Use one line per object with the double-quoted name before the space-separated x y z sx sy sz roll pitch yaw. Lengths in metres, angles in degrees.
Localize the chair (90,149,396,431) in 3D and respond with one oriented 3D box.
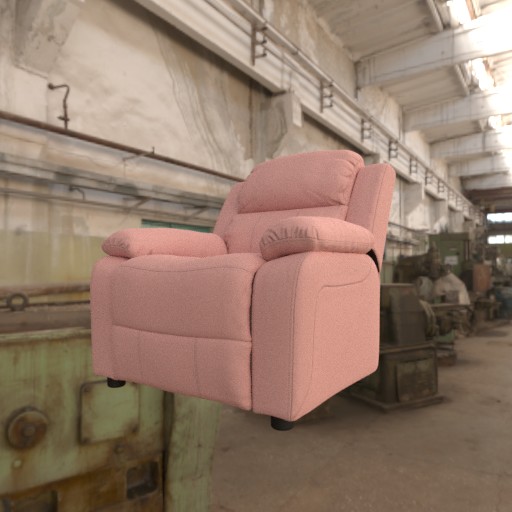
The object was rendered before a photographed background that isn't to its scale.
"chair" 0.000 0.000 1.271 0.680 0.702 0.709 -1 -1 35
